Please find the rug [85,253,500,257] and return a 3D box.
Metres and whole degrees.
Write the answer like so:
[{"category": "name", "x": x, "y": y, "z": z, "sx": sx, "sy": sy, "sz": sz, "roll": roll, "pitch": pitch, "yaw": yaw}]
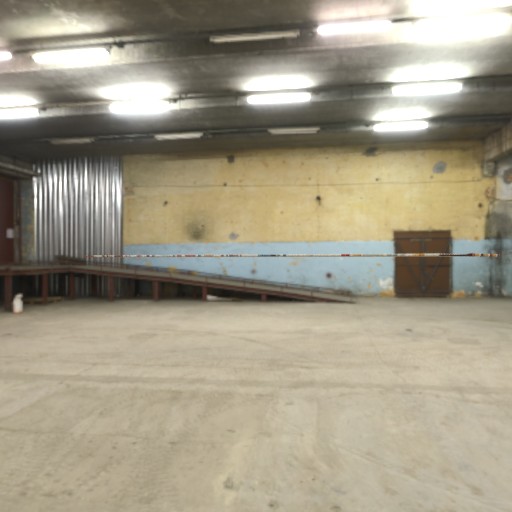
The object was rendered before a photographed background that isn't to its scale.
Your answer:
[{"category": "rug", "x": 0.000, "y": 0.000, "z": 2.860, "sx": 2.682, "sy": 0.015, "sz": 0.763, "roll": 0, "pitch": 0, "yaw": 37}]
